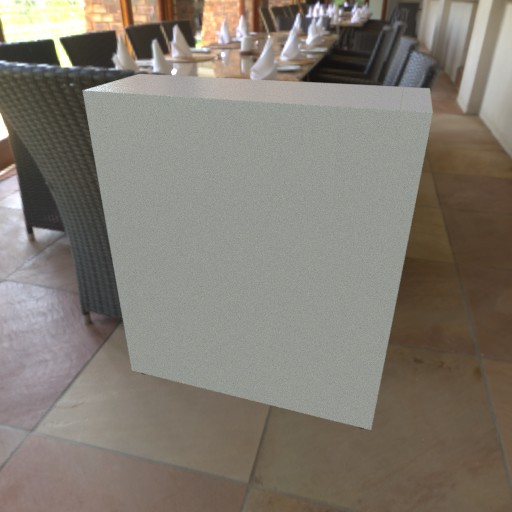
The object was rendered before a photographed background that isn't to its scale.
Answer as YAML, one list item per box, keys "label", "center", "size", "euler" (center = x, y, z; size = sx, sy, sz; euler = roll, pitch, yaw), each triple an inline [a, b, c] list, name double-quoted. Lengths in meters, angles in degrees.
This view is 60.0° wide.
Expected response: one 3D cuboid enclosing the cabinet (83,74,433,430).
- label: "cabinet"
  center: [0.000, 0.000, 1.610]
  size: [0.990, 1.150, 0.348]
  euler: [9, 31, 15]
